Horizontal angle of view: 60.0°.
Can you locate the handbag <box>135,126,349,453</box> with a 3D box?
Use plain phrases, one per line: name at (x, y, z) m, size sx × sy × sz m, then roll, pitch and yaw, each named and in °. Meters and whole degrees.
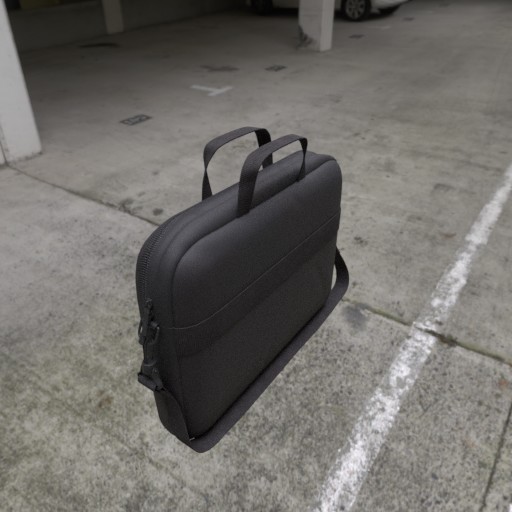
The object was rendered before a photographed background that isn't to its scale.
handbag at (0.000, 0.000, 0.439) m, size 0.089 × 0.244 × 0.320 m, roll 20°, pitch 37°, yaw 29°
